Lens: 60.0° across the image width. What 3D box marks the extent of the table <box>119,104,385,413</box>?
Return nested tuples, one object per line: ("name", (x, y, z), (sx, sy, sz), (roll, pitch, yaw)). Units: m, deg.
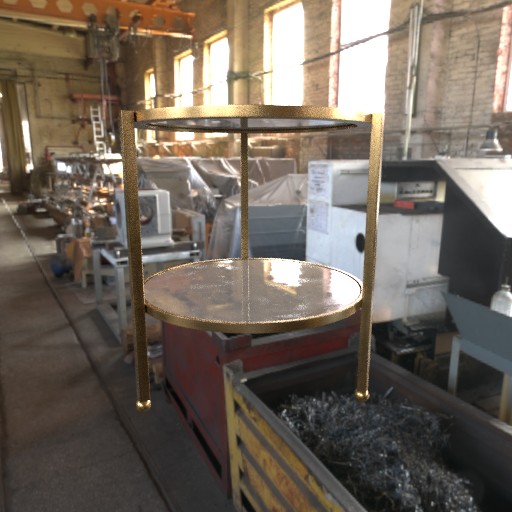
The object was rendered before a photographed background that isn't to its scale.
("table", (0.000, 0.000, 0.452), (0.243, 0.269, 0.231), (6, 14, 25))
